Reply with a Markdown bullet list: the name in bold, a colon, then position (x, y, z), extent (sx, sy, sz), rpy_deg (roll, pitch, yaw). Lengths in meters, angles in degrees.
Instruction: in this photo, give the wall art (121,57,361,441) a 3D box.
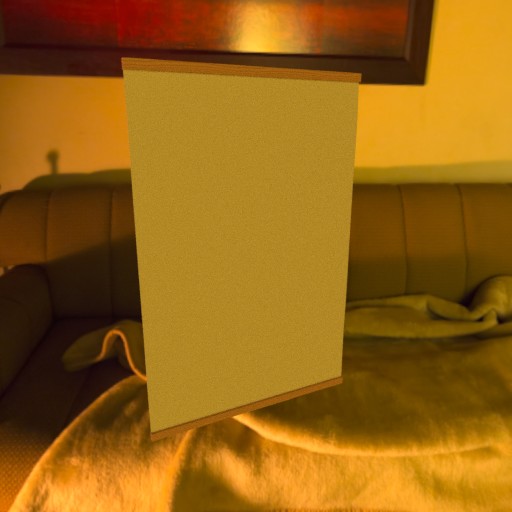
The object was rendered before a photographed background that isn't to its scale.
- **wall art**: position (0.000, 0.000, 1.924), extent (1.011, 1.521, 0.025), rpy_deg (-8, 18, -26)
